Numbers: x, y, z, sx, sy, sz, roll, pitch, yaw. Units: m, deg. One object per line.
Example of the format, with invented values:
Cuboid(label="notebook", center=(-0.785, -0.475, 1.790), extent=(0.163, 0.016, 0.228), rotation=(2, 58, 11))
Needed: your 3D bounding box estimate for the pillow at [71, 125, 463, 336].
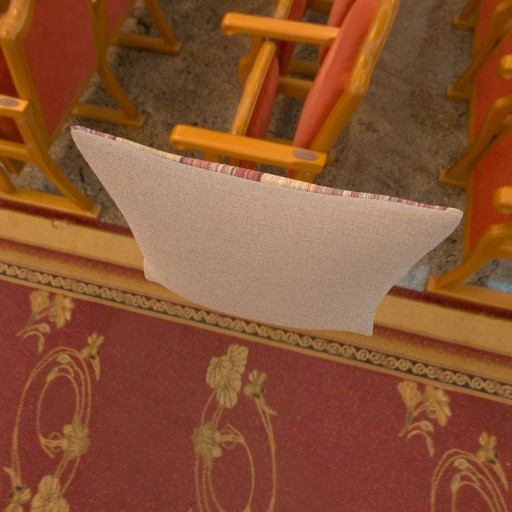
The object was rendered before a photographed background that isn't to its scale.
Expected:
Cuboid(label="pillow", center=(0.000, 0.000, 0.649), extent=(0.437, 0.419, 0.136), rotation=(14, 64, 7))
